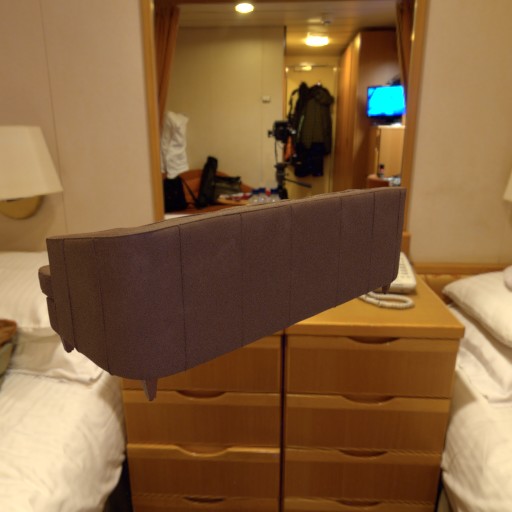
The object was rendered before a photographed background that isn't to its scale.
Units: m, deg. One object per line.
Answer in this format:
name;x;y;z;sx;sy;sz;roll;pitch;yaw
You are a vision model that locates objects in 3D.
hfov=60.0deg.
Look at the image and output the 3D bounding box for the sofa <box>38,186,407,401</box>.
sofa;0.000;0.000;2.669;2.227;0.787;0.927;-14;21;-42
